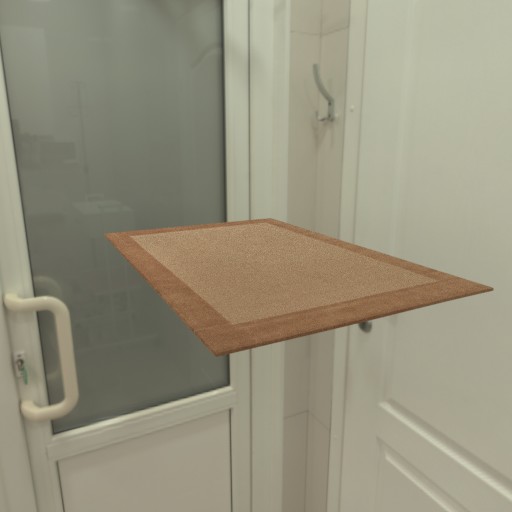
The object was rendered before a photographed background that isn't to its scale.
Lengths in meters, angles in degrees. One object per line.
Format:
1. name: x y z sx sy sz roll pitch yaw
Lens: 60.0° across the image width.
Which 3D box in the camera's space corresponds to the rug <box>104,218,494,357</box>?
1. rug: 0.000 0.000 2.305 1.219 0.014 1.829 -8 17 -27
